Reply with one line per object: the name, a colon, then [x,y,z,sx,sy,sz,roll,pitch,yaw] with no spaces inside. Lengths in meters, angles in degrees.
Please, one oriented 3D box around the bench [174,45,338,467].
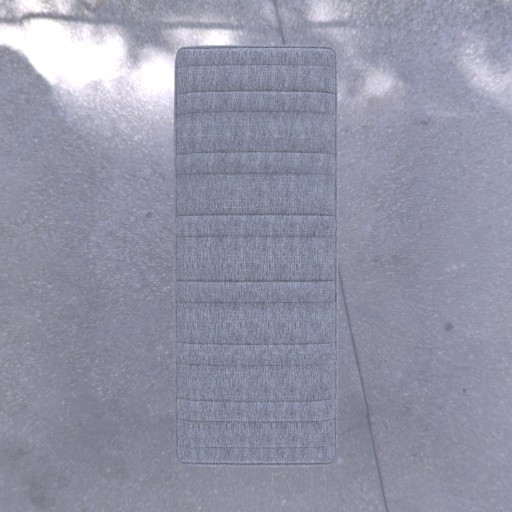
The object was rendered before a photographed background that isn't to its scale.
bench: [0.000,0.000,1.328,0.429,0.470,1.100,0,90,0]
